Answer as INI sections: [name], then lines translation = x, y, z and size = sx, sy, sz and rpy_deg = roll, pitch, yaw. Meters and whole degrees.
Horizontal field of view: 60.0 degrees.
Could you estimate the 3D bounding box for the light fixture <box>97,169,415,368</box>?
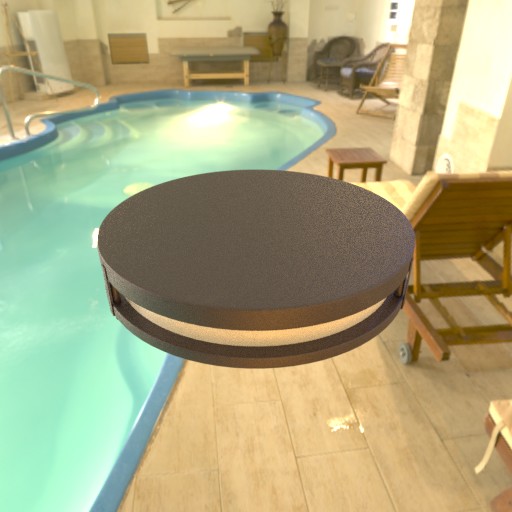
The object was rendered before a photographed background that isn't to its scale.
[light fixture]
translation = 0.000, 0.000, 0.541
size = 0.356, 0.102, 0.356
rpy_deg = 0, 30, 0
